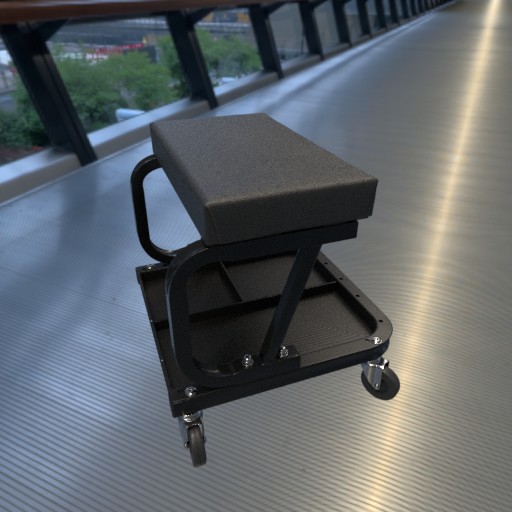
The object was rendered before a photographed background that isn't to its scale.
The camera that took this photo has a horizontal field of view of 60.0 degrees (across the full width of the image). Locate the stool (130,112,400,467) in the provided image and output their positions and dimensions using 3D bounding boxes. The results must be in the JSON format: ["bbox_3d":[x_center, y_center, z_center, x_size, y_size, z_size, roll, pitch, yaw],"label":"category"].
[{"bbox_3d":[0.000,0.000,0.734,0.371,0.380,0.446,-11,32,-18],"label":"stool"}]
